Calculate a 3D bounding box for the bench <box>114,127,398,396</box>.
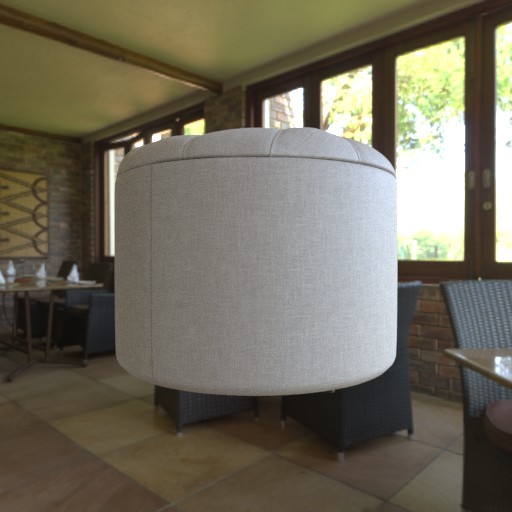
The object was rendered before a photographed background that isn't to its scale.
[{"bbox_3d":[0.000,0.000,0.987,0.600,0.453,0.600,0,1,0],"label":"bench"}]
